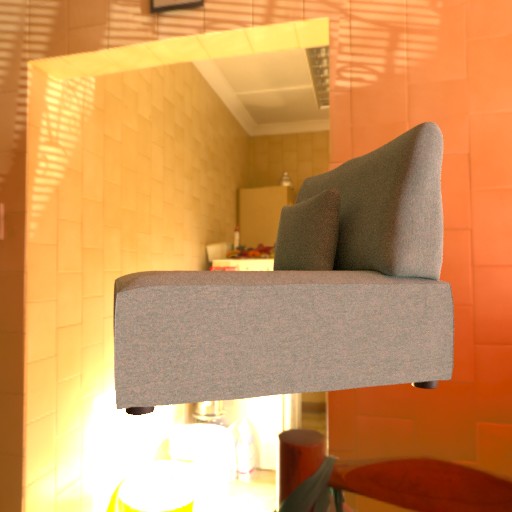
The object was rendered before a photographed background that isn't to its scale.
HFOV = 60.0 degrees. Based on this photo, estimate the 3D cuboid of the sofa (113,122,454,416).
[{"bbox_3d":[0.000,0.000,1.643,1.000,0.820,0.930,1,-2,-18],"label":"sofa"}]
